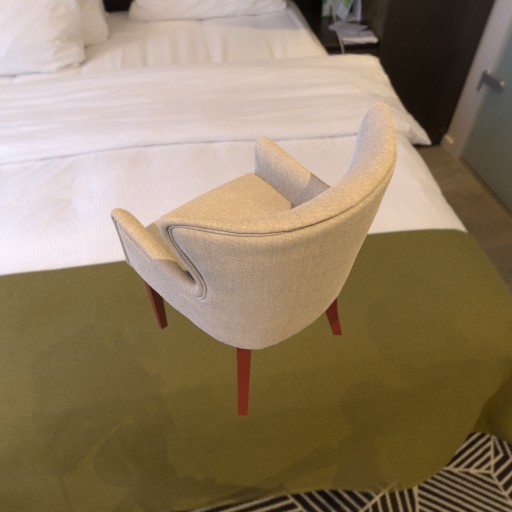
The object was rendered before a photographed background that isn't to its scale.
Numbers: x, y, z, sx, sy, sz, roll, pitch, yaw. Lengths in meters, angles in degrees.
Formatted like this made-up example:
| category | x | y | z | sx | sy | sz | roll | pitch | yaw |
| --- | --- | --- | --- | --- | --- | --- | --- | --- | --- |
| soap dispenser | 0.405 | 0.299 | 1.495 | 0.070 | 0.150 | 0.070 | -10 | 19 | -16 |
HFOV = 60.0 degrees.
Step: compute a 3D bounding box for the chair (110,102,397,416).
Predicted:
| category | x | y | z | sx | sy | sz | roll | pitch | yaw |
| --- | --- | --- | --- | --- | --- | --- | --- | --- | --- |
| chair | 0.000 | 0.000 | 1.465 | 0.732 | 0.948 | 0.677 | -33 | 55 | -27 |
